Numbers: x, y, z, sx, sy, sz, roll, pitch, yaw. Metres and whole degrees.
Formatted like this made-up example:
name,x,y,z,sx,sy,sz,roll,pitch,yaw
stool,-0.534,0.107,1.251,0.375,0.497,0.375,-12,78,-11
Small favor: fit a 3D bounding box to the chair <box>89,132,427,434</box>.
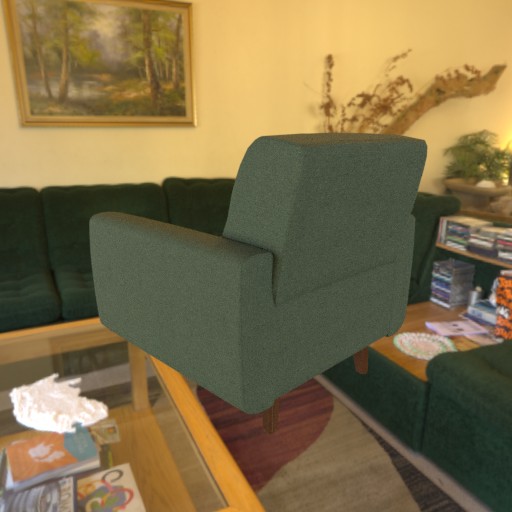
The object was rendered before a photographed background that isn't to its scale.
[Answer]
name,x,y,z,sx,sy,sz,roll,pitch,yaw
chair,0.000,0.000,1.562,0.831,0.841,0.909,-15,21,-41
